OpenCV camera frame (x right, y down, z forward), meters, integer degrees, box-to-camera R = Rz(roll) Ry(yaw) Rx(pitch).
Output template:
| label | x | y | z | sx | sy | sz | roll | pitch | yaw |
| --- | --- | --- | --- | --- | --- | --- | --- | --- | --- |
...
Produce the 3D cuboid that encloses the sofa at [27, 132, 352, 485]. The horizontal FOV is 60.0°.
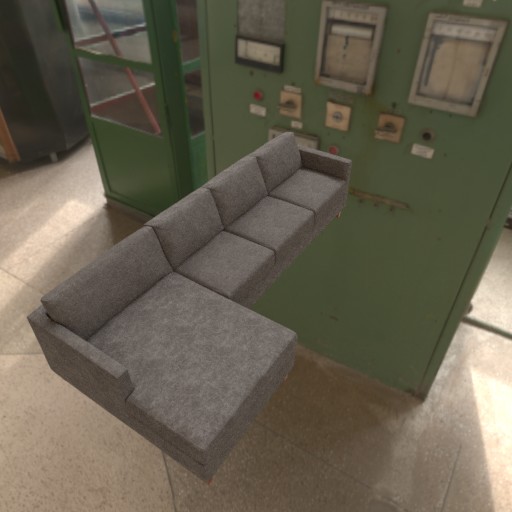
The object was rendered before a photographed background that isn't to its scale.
| label | x | y | z | sx | sy | sz | roll | pitch | yaw |
| --- | --- | --- | --- | --- | --- | --- | --- | --- | --- |
| sofa | 0.000 | 0.000 | 4.032 | 1.606 | 0.954 | 3.471 | 23 | 45 | 26 |
